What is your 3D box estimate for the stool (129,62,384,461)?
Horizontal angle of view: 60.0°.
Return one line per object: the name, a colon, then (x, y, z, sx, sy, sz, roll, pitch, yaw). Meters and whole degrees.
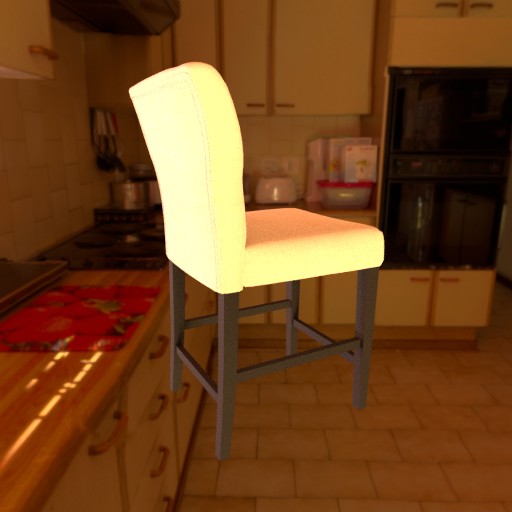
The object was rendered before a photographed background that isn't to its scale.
stool: (0.000, 0.000, 1.320, 0.603, 0.972, 0.514, -8, 17, -28)
